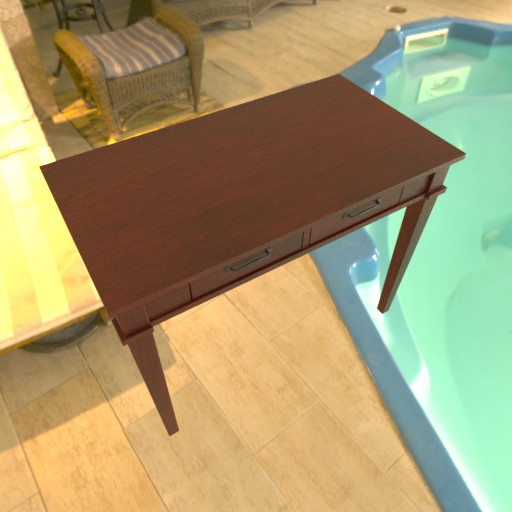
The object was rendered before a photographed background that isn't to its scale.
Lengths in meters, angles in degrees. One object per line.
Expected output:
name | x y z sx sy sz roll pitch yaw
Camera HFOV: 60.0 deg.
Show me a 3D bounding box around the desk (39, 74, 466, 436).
desk | 0.000 0.000 1.462 1.001 0.762 0.549 -24 52 -21
